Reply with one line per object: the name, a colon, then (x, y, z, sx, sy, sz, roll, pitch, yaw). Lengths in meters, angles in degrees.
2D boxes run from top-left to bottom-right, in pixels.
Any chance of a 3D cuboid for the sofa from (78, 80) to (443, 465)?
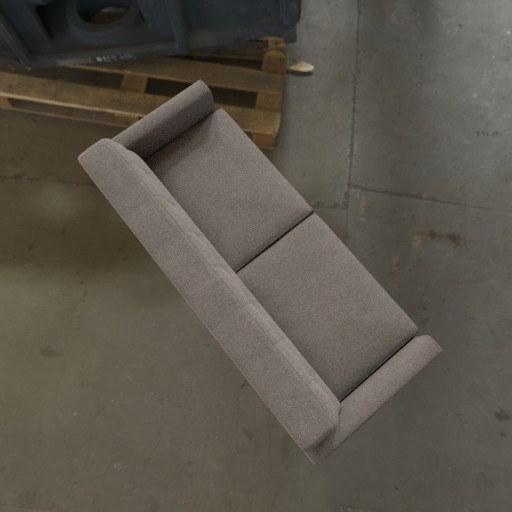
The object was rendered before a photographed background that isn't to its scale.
sofa: (0.000, 0.000, 2.505, 0.909, 0.841, 2.029, -38, 79, -9)
